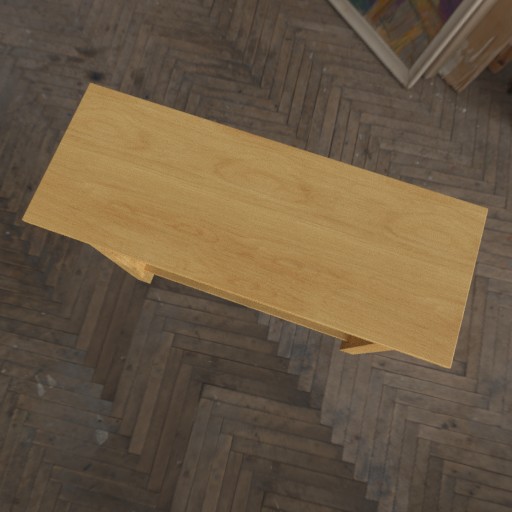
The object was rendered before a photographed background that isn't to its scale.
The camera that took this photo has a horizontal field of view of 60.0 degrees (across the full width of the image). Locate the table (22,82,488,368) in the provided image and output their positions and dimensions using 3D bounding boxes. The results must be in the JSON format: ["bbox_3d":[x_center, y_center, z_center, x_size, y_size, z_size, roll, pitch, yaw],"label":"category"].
[{"bbox_3d":[0.000,0.000,1.265,0.900,0.728,0.340,19,77,5],"label":"table"}]
